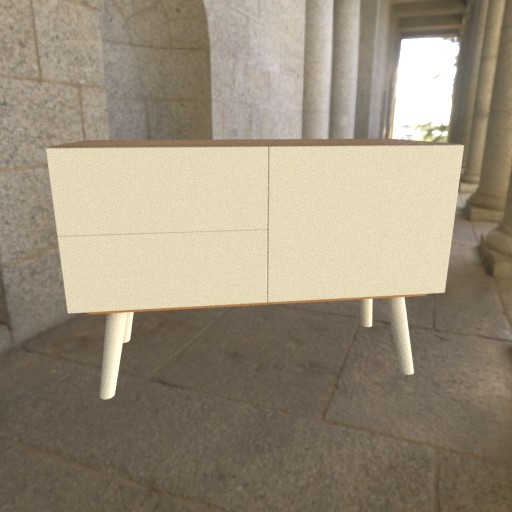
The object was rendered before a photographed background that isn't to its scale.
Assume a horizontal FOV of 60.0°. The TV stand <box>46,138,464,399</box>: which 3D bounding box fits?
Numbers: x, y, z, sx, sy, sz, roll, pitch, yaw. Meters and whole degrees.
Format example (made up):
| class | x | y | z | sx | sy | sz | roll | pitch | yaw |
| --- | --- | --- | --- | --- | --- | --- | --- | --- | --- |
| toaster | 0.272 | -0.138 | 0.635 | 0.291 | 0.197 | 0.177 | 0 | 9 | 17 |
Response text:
| class | x | y | z | sx | sy | sz | roll | pitch | yaw |
| --- | --- | --- | --- | --- | --- | --- | --- | --- | --- |
| TV stand | 0.000 | 0.000 | 1.325 | 0.991 | 0.660 | 0.407 | -2 | 17 | -8 |
